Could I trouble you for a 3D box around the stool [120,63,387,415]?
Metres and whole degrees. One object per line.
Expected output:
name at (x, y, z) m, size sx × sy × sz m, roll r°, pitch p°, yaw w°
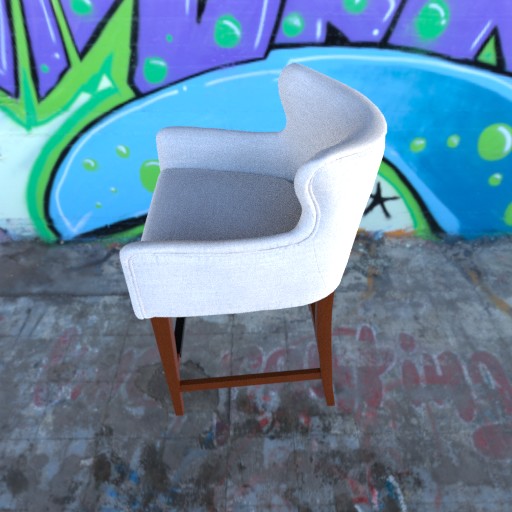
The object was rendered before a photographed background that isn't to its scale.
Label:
stool at (0.000, 0.000, 1.395) m, size 0.637 × 0.987 × 0.615 m, roll -1°, pitch 42°, yaw -1°
